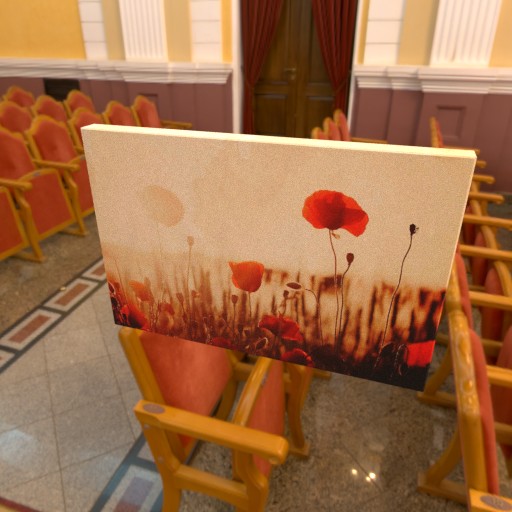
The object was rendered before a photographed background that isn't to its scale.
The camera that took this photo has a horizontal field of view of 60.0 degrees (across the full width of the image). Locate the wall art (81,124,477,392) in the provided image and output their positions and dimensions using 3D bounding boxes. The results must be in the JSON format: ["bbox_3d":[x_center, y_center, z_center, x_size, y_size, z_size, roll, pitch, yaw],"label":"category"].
[{"bbox_3d":[0.000,0.000,0.764,0.613,0.402,0.040,9,28,17],"label":"wall art"}]
